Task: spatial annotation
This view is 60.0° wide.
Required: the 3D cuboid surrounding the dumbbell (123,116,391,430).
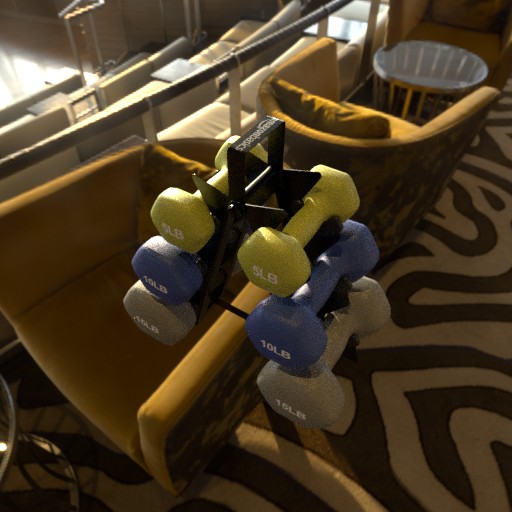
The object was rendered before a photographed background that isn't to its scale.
[{"bbox_3d":[0.000,0.000,0.684,0.416,0.426,0.261,25,51,22],"label":"dumbbell"}]
